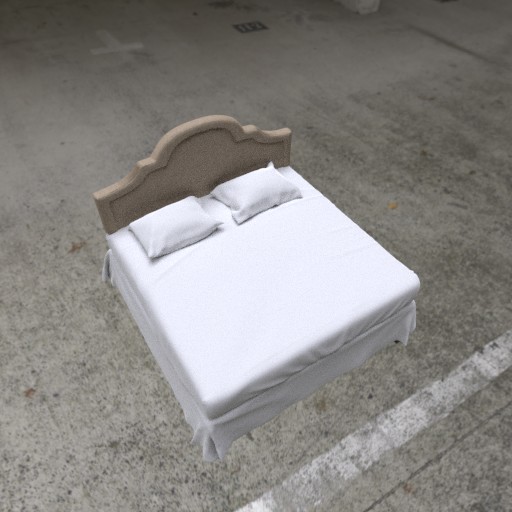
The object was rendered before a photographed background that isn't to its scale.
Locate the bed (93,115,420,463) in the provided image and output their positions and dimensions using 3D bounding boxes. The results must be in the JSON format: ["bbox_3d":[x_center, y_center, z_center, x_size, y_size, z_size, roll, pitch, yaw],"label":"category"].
[{"bbox_3d":[0.000,0.000,3.765,2.303,1.631,2.222,-25,52,-21],"label":"bed"}]
